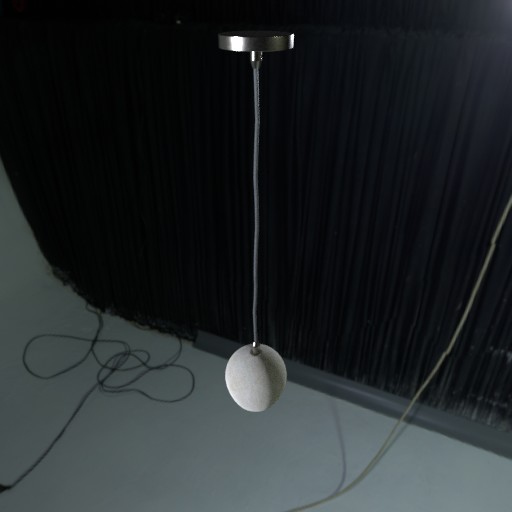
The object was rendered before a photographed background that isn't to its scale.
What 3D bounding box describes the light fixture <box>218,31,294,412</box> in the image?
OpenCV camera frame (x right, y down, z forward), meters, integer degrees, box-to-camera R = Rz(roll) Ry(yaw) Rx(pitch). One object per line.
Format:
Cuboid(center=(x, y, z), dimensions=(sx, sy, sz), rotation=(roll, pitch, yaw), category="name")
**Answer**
Cuboid(center=(0.000, 0.000, 0.849), dimensions=(0.139, 0.764, 0.139), rotation=(11, 33, 17), category="light fixture")
